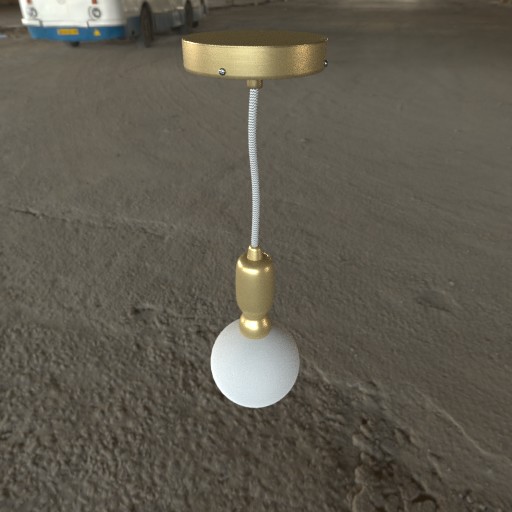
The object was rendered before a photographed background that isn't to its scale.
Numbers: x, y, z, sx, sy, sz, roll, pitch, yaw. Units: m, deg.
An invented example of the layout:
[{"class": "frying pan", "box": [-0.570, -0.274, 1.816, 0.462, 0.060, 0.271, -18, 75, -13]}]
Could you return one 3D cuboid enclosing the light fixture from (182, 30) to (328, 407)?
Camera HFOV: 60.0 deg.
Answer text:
[{"class": "light fixture", "box": [0.000, 0.000, 0.573, 0.146, 0.510, 0.147, 9, 33, 14]}]
